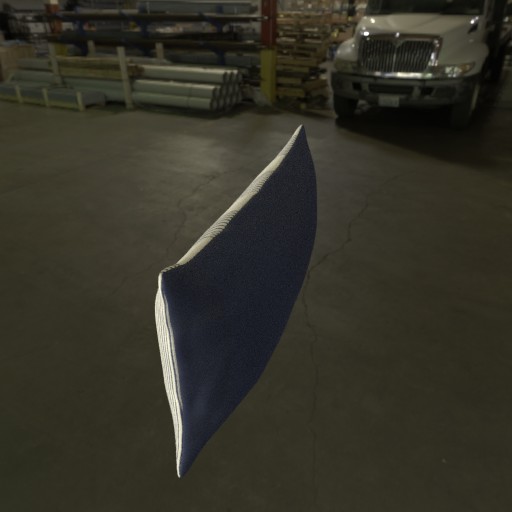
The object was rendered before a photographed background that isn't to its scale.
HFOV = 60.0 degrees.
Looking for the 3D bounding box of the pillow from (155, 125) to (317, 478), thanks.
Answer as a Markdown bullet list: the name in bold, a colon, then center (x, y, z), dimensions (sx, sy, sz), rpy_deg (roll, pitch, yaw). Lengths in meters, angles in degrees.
- **pillow**: center (0.000, 0.000, 0.710), dimensions (0.151, 0.287, 0.610), rpy_deg (8, 30, 15)
